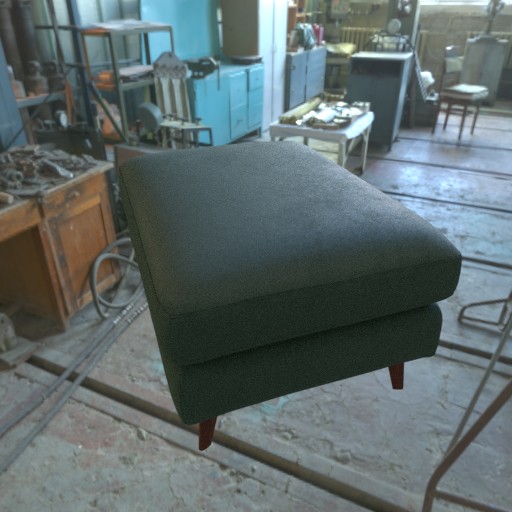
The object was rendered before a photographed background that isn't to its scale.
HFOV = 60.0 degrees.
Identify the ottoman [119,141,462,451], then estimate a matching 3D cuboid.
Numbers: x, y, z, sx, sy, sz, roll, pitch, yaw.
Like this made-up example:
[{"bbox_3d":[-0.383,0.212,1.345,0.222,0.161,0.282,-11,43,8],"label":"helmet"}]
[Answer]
[{"bbox_3d":[0.000,0.000,1.159,0.608,0.449,0.811,-10,32,-17],"label":"ottoman"}]
